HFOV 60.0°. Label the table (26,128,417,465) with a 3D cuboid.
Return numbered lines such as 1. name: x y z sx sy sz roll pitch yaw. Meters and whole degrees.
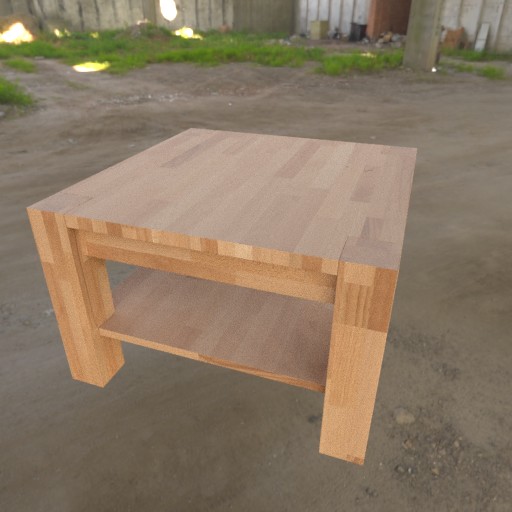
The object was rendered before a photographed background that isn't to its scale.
1. table: 0.000 0.000 1.156 0.700 0.451 0.700 10 31 17
